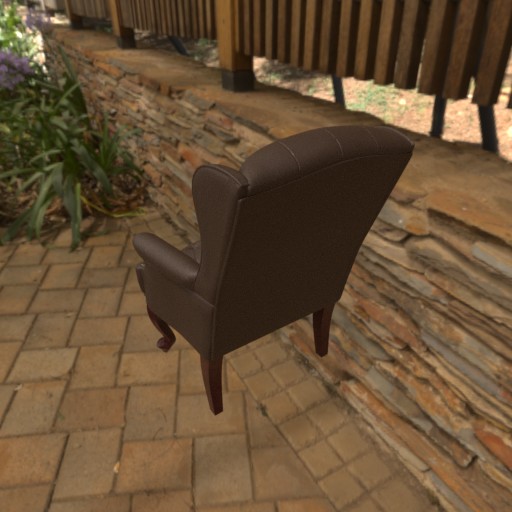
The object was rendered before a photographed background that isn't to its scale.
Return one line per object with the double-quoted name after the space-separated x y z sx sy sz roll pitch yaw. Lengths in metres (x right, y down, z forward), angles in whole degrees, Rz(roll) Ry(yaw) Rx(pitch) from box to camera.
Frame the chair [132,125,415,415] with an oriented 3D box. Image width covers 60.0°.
0.000 0.000 1.748 0.829 1.132 0.819 -20 36 -30 "chair"
